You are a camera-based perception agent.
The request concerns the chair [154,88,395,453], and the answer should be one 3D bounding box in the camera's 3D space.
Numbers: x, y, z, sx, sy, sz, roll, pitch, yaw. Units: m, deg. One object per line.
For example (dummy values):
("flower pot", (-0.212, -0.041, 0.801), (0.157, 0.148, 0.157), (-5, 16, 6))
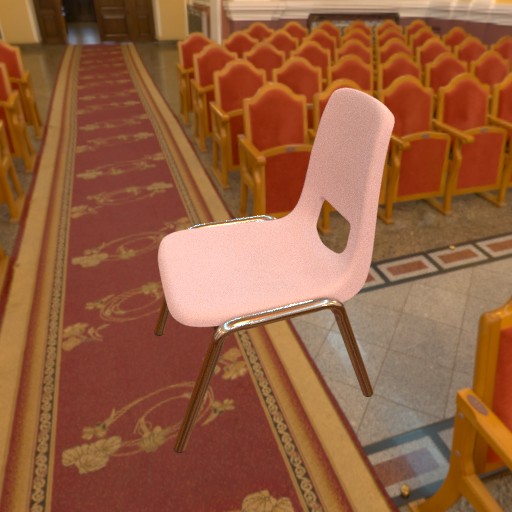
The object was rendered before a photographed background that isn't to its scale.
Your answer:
("chair", (0.000, 0.000, 0.860), (0.423, 0.586, 0.354), (-9, 33, -14))
